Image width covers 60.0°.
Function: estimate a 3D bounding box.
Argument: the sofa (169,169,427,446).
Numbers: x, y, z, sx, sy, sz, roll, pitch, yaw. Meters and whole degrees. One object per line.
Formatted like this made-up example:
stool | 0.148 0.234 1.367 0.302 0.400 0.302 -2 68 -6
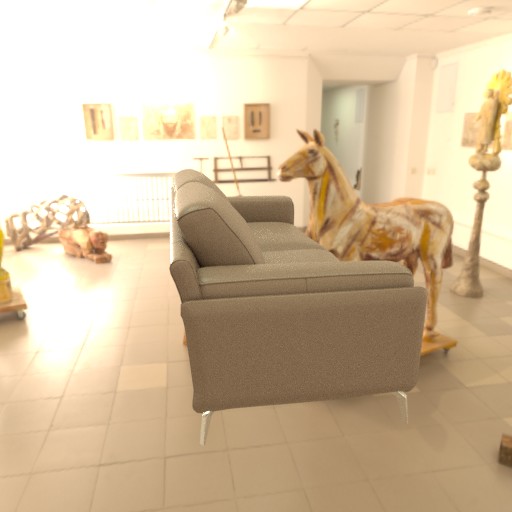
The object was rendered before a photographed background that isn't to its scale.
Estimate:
sofa | 0.000 0.000 2.605 1.049 0.930 2.101 -3 17 -10
